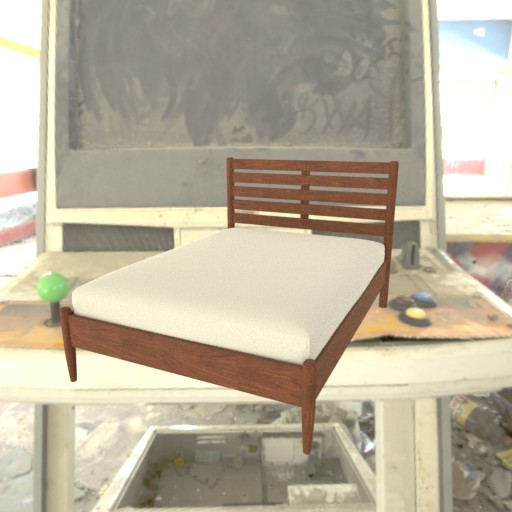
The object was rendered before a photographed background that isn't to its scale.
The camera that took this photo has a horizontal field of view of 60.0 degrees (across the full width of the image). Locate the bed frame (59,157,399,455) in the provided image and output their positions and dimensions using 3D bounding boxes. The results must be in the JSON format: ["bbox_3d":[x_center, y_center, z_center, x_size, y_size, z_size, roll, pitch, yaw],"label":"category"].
[{"bbox_3d":[0.000,0.000,3.312,1.655,1.321,2.234,7,17,24],"label":"bed frame"}]
